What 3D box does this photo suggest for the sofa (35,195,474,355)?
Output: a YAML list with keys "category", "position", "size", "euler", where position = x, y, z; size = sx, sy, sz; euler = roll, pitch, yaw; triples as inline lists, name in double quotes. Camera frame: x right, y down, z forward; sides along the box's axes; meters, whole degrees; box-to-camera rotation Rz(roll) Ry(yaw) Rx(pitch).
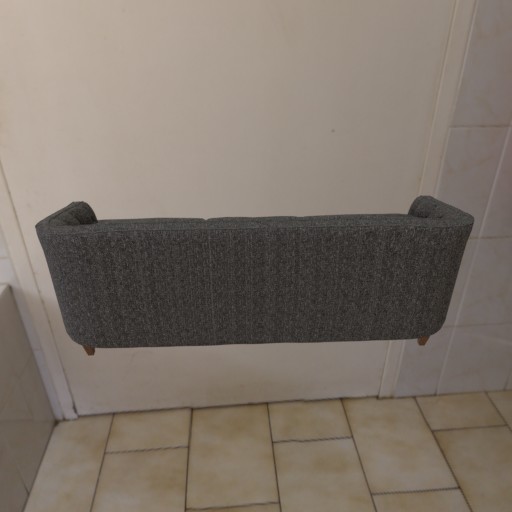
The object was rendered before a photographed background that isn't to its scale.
- category: "sofa"
  position: [0.000, 0.000, 2.702]
  size: [2.278, 0.855, 0.941]
  euler: [-1, 30, -2]
